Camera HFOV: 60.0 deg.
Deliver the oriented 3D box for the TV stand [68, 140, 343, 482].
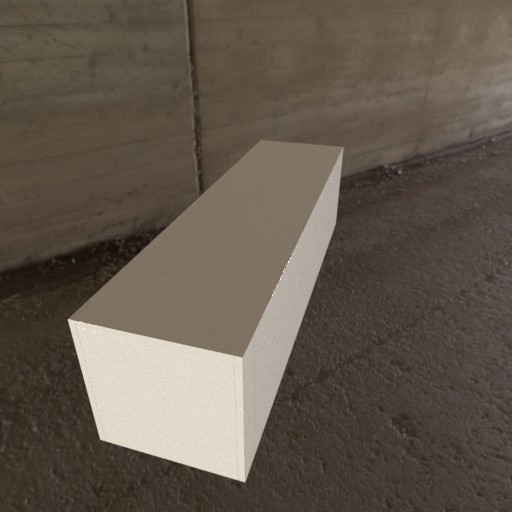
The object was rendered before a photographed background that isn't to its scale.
[{"bbox_3d":[0.000,0.000,1.661,0.410,0.440,1.500,9,31,15],"label":"TV stand"}]
